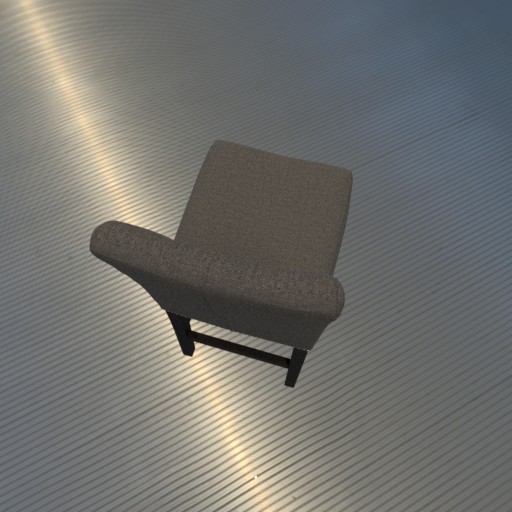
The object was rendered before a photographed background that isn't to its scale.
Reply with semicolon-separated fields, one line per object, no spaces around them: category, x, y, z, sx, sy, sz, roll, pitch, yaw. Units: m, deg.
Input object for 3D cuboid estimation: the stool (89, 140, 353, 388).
stool;0.000;0.000;1.188;0.427;0.885;0.571;15;64;7
